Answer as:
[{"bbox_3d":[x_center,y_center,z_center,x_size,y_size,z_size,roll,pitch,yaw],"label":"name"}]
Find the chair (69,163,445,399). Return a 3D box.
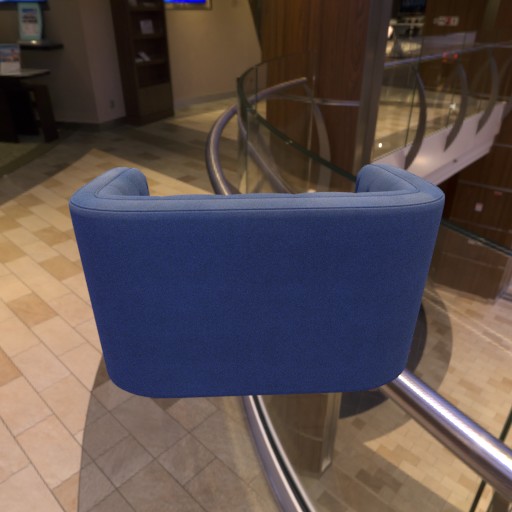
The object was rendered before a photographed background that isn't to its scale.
[{"bbox_3d":[0.000,0.000,1.685,1.118,0.787,0.914,-1,29,-2],"label":"chair"}]
